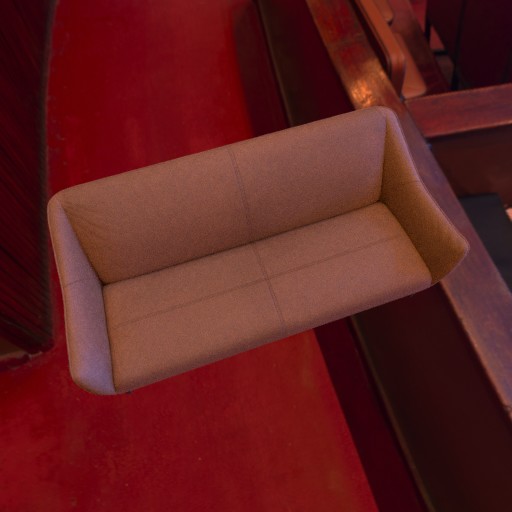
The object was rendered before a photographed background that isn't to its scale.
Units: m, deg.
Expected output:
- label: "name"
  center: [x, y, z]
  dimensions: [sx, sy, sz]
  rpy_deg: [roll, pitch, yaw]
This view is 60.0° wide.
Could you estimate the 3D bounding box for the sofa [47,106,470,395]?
- label: "sofa"
  center: [0.000, 0.000, 2.344]
  dimensions: [1.928, 0.830, 0.869]
  rpy_deg: [-17, 64, -9]
